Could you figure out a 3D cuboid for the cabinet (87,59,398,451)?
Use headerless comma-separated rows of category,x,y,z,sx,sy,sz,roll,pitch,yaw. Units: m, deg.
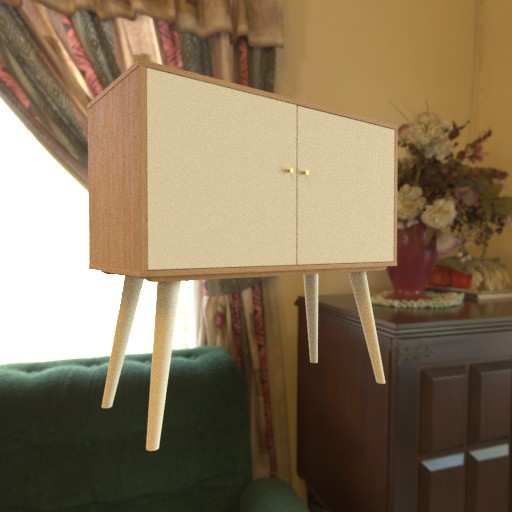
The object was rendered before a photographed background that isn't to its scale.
cabinet,0.000,0.000,1.618,1.057,1.016,0.470,-1,2,-36
